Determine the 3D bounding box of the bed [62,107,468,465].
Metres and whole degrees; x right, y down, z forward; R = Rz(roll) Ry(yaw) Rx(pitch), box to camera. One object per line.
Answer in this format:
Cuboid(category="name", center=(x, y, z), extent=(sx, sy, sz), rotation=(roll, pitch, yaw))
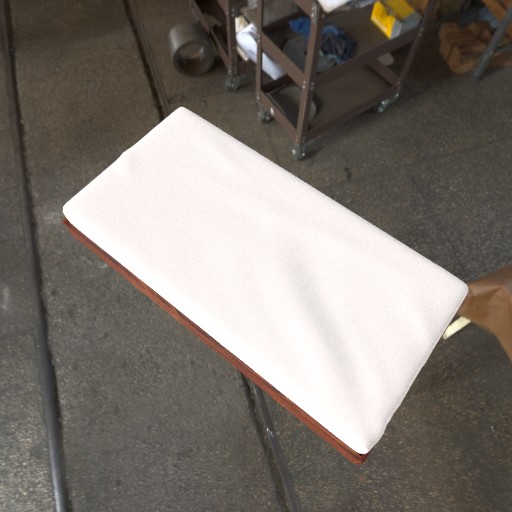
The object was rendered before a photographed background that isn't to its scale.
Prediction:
Cuboid(category="bed", center=(0.000, 0.000, 2.226), extent=(1.860, 0.312, 0.940), rotation=(35, 68, 16))
